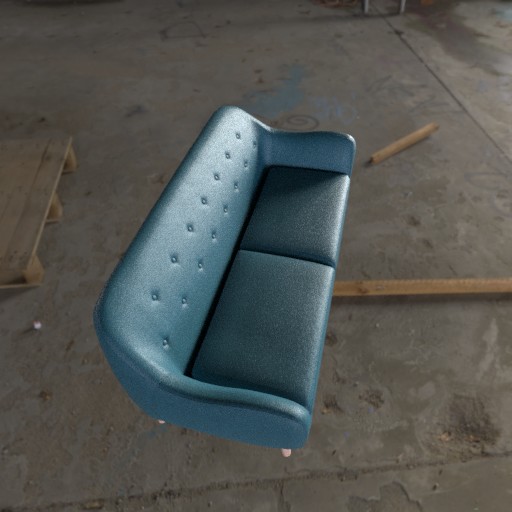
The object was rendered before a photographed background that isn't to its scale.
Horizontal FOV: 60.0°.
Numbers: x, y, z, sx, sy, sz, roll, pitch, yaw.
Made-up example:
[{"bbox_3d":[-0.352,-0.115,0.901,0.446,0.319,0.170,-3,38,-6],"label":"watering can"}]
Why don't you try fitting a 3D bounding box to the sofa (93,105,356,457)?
[{"bbox_3d":[0.000,0.000,2.240,0.820,0.836,1.840,10,47,10],"label":"sofa"}]
